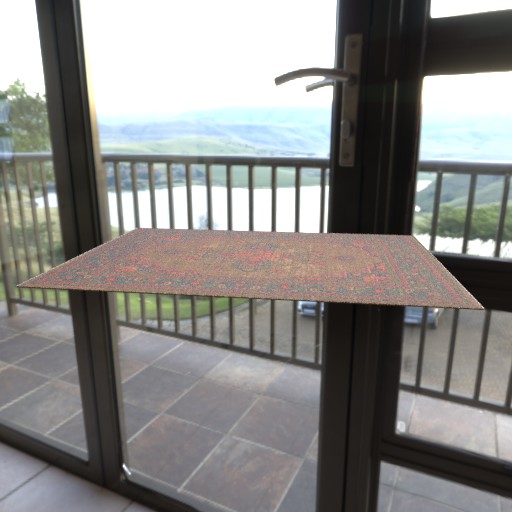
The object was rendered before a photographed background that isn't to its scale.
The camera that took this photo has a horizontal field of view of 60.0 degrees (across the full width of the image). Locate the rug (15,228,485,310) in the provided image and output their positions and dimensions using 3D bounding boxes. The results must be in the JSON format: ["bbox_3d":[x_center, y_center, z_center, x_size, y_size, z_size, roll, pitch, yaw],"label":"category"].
[{"bbox_3d":[0.000,0.000,3.648,2.890,0.013,2.005,2,15,8],"label":"rug"}]
